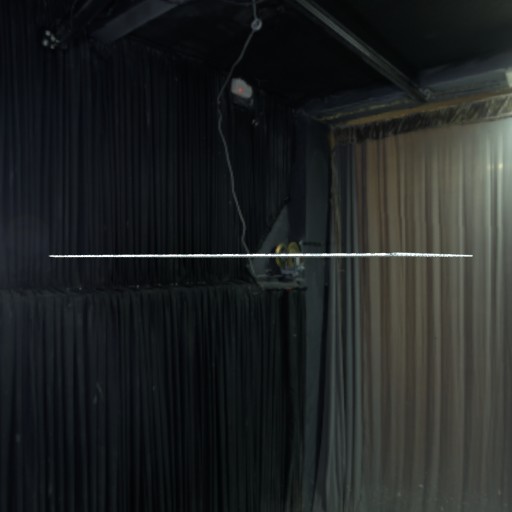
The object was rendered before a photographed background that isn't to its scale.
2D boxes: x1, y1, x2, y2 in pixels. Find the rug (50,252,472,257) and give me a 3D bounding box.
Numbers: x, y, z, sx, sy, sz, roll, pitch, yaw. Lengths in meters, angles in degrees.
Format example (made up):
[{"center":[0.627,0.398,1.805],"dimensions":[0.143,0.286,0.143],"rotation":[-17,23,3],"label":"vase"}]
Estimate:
[{"center":[0.000,0.000,2.976],"dimensions":[2.410,0.011,1.539],"rotation":[0,0,35],"label":"rug"}]
